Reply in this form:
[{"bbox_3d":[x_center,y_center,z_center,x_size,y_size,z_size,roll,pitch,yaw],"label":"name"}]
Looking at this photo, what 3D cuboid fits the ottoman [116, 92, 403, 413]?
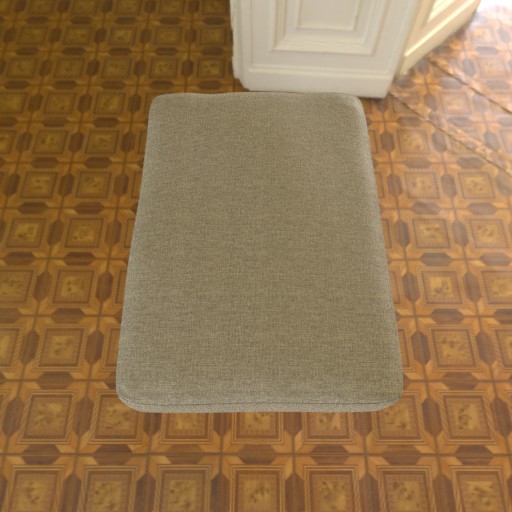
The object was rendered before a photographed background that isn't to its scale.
[{"bbox_3d":[0.000,0.000,1.268,0.639,0.494,0.873,0,64,0],"label":"ottoman"}]
